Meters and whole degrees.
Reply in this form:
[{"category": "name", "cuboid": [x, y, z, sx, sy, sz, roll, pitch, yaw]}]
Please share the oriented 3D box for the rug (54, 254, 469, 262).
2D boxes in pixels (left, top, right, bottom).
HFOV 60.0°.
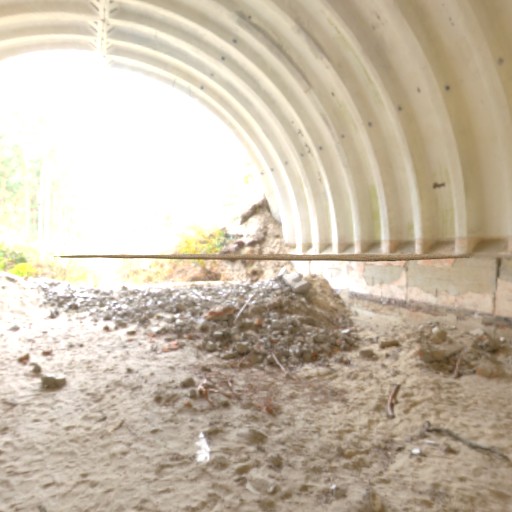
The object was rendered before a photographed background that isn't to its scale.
[{"category": "rug", "cuboid": [0.000, 0.000, 3.026, 2.434, 0.027, 1.529, 0, 1, 36]}]
